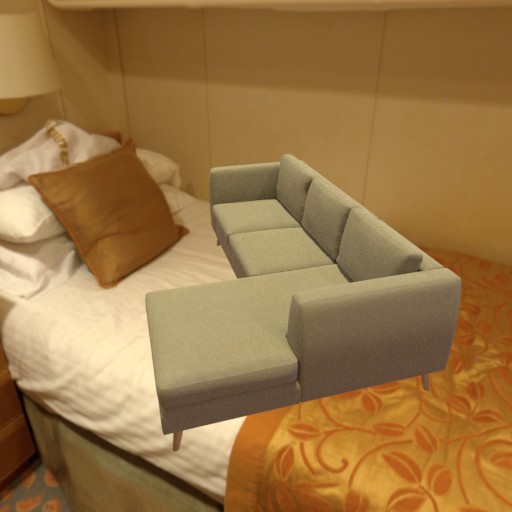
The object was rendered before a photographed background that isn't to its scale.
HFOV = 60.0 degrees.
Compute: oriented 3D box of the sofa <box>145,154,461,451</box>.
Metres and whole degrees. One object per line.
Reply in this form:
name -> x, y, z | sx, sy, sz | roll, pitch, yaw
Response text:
sofa -> 0.000, 0.000, 3.125 | 1.580, 0.860, 2.300 | -8, 29, -14
